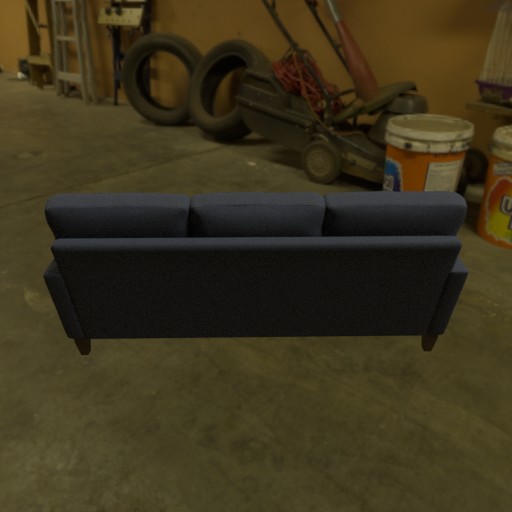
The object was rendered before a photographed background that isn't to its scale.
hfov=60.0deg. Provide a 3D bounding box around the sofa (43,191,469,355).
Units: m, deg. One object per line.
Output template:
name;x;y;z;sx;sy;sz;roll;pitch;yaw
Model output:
sofa;0.000;0.000;2.595;2.115;0.984;0.888;0;29;-1
